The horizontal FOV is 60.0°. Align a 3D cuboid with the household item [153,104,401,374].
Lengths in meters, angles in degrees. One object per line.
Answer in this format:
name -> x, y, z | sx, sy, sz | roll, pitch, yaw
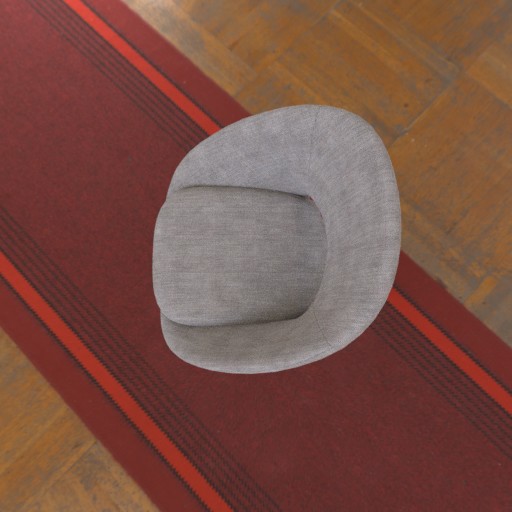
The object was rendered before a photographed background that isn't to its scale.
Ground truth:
household item -> 0.000, 0.000, 1.284 | 0.587, 0.869, 0.643 | -1, 77, 0
